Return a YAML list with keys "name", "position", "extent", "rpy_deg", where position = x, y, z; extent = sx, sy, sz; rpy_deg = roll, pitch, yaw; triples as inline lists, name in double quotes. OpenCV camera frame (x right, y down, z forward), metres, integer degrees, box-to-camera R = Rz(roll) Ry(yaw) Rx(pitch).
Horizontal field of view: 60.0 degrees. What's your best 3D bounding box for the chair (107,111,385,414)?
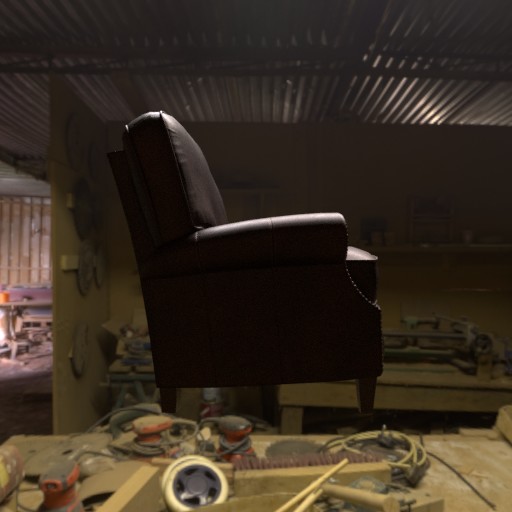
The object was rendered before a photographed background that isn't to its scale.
- name: "chair"
  position: [0.000, 0.000, 1.793]
  extent: [0.986, 1.018, 0.936]
  rpy_deg: [0, 0, 0]
